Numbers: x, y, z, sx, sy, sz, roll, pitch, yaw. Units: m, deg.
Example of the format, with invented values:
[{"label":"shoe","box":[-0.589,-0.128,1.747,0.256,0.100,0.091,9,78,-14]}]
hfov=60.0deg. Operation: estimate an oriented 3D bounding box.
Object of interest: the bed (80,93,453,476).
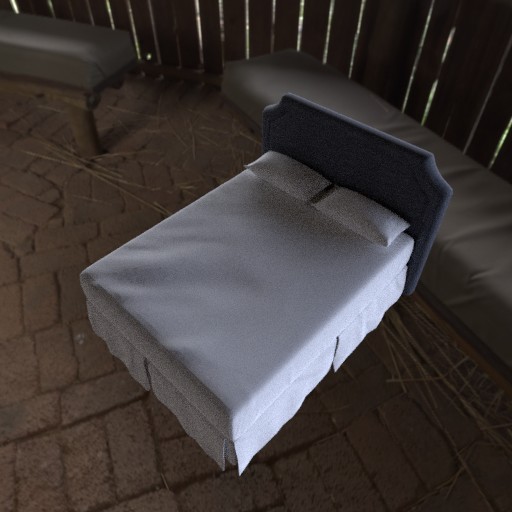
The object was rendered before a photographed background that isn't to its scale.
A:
[{"label":"bed","box":[0.000,0.000,3.164,1.693,1.290,2.116,35,55,28]}]
